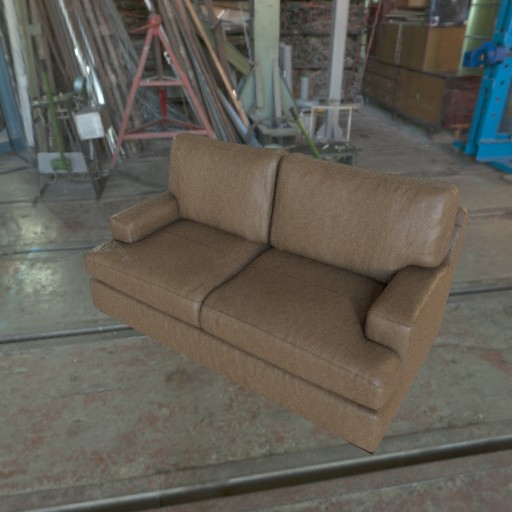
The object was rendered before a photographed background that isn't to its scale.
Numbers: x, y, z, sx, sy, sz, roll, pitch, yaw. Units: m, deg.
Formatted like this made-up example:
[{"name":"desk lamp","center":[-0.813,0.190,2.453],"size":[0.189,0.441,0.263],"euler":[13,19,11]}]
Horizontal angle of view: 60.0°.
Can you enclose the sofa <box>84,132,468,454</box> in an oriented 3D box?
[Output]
[{"name":"sofa","center":[0.000,0.000,2.387],"size":[1.855,0.980,0.962],"euler":[19,35,30]}]
